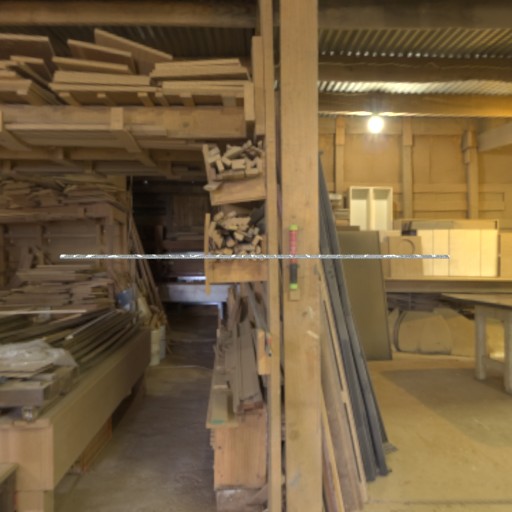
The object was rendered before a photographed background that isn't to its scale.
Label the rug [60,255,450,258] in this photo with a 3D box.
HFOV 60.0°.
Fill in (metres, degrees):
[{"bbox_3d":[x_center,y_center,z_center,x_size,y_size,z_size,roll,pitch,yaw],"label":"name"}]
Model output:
[{"bbox_3d":[0.000,0.000,2.821,1.543,0.015,2.144,0,0,0],"label":"rug"}]
